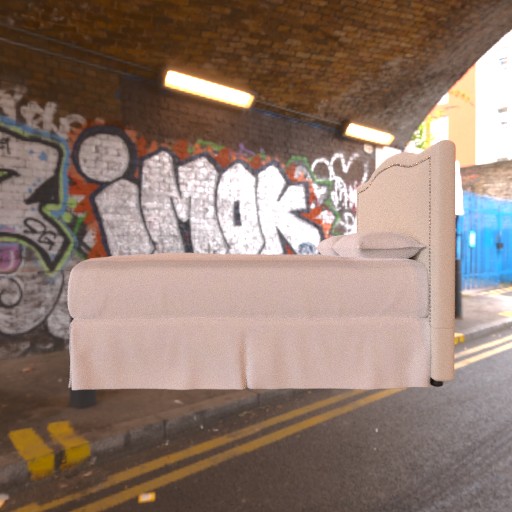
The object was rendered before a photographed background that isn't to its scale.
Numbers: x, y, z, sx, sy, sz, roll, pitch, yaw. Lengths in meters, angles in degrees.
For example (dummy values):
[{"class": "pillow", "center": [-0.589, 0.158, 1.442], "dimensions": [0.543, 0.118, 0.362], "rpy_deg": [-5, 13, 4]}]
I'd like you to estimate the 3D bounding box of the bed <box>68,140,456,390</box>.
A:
[{"class": "bed", "center": [0.000, 0.000, 3.239], "dimensions": [2.143, 1.460, 1.753], "rpy_deg": [0, 1, -1]}]
